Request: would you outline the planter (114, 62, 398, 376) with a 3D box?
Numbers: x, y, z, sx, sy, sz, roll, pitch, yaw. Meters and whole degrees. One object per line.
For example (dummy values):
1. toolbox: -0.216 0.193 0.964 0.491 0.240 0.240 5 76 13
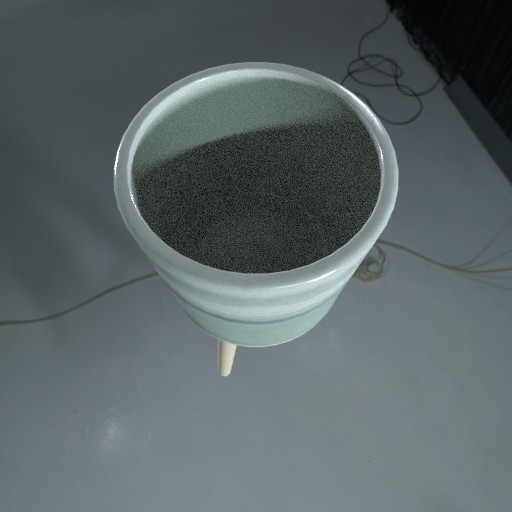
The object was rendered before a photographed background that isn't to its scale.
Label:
1. planter: 0.000 0.000 0.592 0.265 0.404 0.265 -19 65 -10
